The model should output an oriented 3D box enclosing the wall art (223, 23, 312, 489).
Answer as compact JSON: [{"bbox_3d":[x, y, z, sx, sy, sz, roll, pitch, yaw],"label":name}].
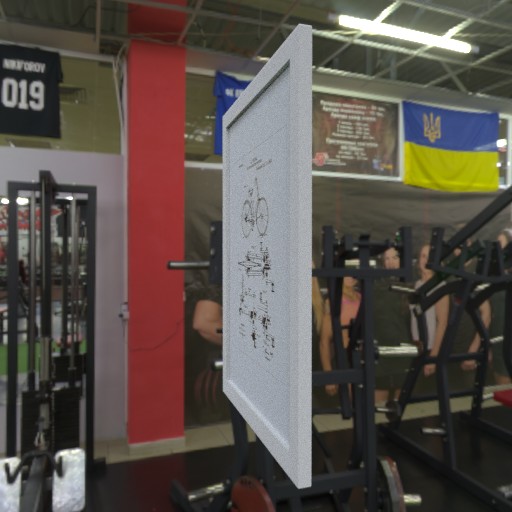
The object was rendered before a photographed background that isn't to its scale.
[{"bbox_3d":[0.000,0.000,0.614,0.015,0.477,0.332,0,1,-18],"label":"wall art"}]
